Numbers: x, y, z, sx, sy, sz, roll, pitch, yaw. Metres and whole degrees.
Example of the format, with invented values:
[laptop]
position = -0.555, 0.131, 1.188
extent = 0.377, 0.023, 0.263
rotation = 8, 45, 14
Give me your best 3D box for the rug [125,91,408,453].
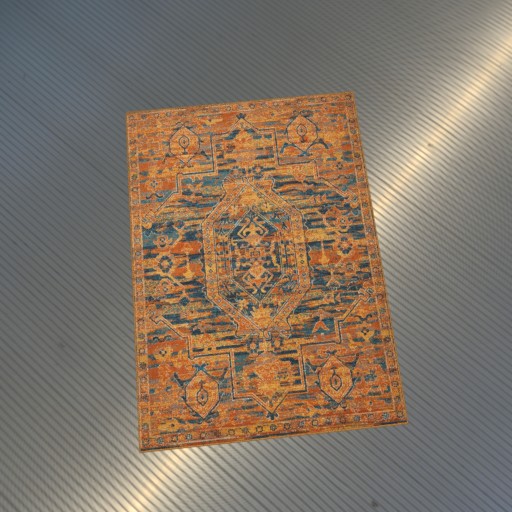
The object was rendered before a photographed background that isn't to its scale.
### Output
[rug]
position = 0.000, 0.000, 2.835
extent = 1.588, 0.024, 2.204
rotation = -6, 77, -1
